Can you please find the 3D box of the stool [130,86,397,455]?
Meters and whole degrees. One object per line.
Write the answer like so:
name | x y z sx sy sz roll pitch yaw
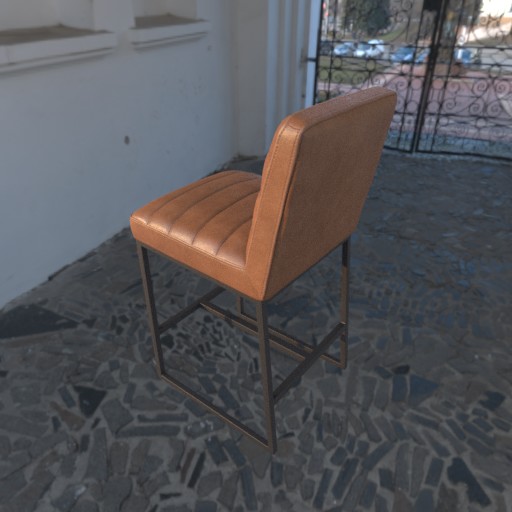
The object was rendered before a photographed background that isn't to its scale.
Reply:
stool | 0.000 0.000 1.290 0.556 0.940 0.458 22 37 32
